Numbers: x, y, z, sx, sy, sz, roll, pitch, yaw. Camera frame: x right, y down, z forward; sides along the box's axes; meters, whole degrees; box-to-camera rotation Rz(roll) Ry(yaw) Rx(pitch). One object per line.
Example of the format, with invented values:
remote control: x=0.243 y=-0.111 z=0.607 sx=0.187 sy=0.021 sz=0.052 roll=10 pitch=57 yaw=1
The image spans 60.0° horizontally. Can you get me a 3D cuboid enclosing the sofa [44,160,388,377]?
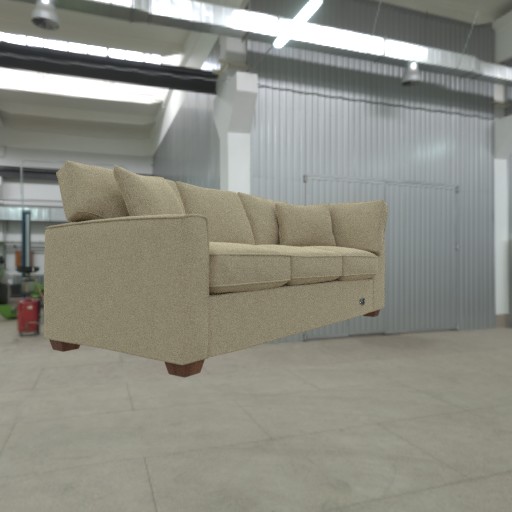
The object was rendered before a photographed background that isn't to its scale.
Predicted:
sofa: x=0.000 y=0.000 z=2.906 sx=1.061 sy=0.962 sz=2.317 roll=0 pitch=0 yaw=35
